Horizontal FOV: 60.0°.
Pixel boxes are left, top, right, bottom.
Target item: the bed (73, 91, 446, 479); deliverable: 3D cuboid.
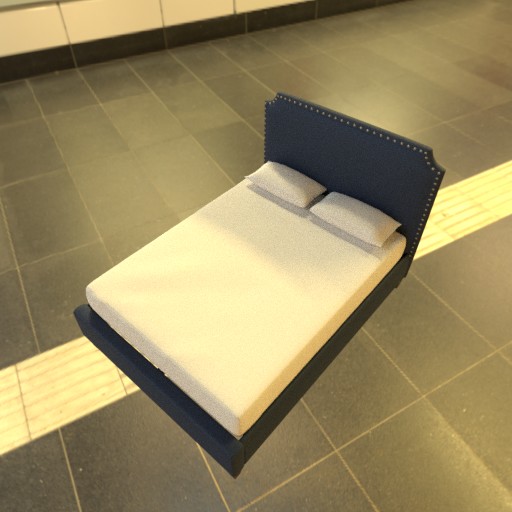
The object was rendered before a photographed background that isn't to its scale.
[{"bbox_3d":[0.000,0.000,3.450,1.712,1.443,2.372,32,53,27],"label":"bed"}]
